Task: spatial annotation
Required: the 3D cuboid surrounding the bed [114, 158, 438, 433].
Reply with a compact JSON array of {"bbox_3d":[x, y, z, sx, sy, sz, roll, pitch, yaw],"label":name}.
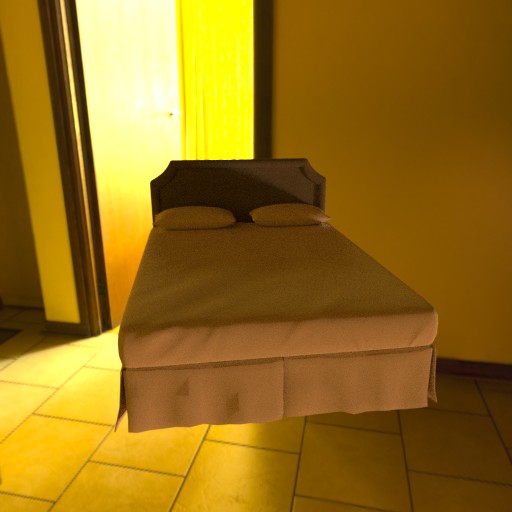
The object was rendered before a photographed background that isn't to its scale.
[{"bbox_3d":[0.000,0.000,3.583,1.977,1.306,2.464,-3,18,-8],"label":"bed"}]
